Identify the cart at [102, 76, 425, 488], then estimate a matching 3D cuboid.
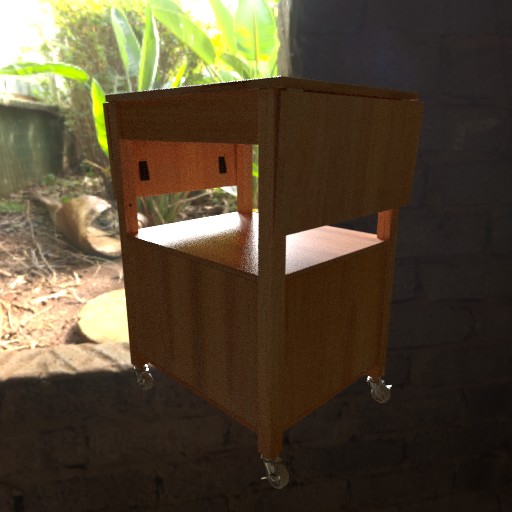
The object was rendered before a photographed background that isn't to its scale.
[{"bbox_3d":[0.000,0.000,1.216,0.640,0.838,0.508,15,22,43],"label":"cart"}]
